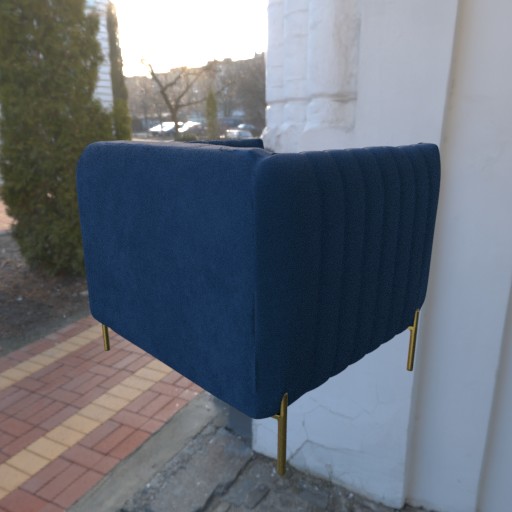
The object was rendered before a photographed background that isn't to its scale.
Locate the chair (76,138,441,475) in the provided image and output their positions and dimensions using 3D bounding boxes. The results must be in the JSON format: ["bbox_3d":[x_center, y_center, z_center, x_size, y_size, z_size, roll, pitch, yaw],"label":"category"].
[{"bbox_3d":[0.000,0.000,1.551,0.947,0.793,0.877,16,22,43],"label":"chair"}]
